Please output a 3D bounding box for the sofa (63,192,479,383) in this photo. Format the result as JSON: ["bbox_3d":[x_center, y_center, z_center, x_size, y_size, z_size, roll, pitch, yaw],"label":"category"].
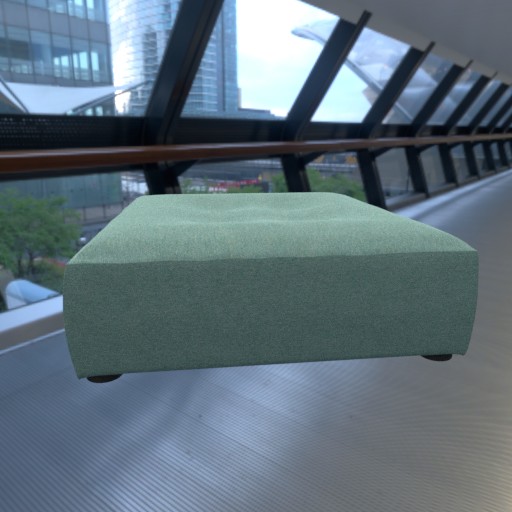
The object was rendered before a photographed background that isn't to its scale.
[{"bbox_3d":[0.000,0.000,1.429,0.930,0.330,0.930,-2,15,-7],"label":"sofa"}]
